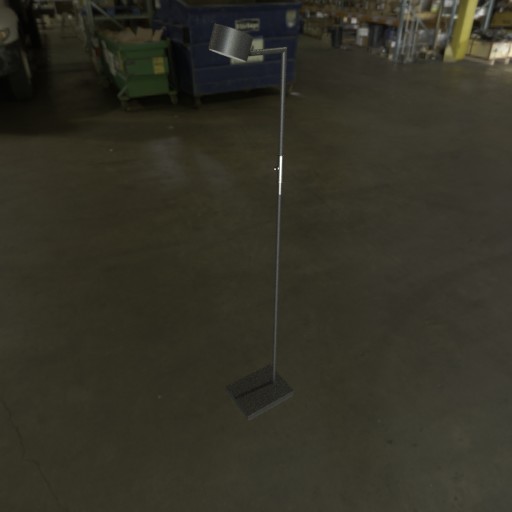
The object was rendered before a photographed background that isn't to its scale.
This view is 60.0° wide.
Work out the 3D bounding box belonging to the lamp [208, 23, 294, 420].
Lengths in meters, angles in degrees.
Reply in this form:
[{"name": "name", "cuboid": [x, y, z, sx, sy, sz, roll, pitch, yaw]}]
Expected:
[{"name": "lamp", "cuboid": [0.000, 0.000, 1.705, 0.304, 1.600, 0.203, -20, 38, -28]}]
